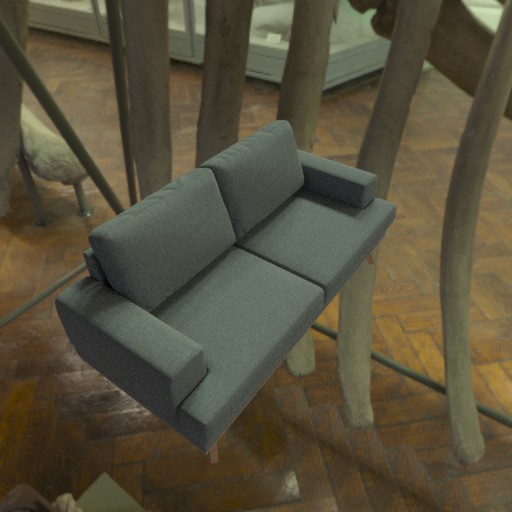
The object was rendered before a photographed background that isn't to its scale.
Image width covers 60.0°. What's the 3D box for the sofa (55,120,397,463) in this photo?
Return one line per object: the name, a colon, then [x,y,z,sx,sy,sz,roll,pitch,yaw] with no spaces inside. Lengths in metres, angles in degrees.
sofa: [0.000,0.000,2.133,0.785,0.810,1.650,25,47,26]
